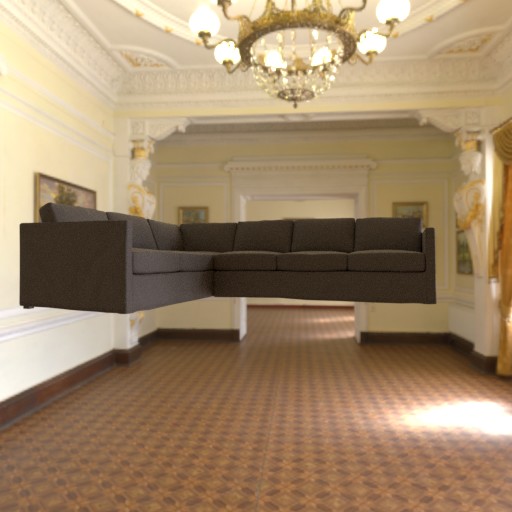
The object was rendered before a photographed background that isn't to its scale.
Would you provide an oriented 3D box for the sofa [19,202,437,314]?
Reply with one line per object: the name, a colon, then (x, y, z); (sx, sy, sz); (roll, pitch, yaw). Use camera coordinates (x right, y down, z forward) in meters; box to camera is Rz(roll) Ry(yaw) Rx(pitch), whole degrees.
sofa: (0.000, 0.000, 4.162); (3.182, 0.871, 2.432); (0, -1, 18)
